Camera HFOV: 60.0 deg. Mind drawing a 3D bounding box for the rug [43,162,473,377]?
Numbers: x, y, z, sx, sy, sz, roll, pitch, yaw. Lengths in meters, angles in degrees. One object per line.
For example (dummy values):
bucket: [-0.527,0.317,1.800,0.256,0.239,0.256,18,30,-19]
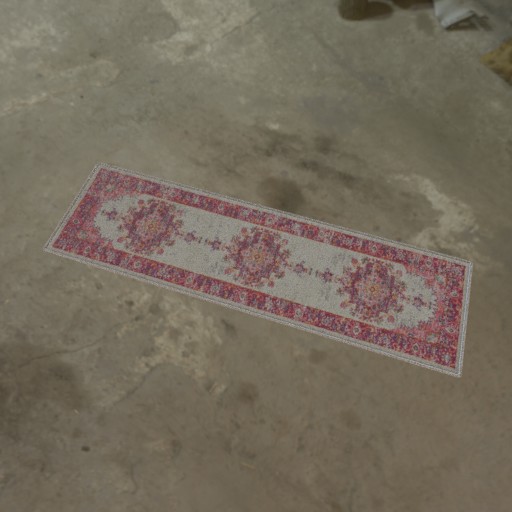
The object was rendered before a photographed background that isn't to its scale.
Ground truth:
rug: [0.000,0.000,2.454,2.294,0.011,0.666,16,63,8]
